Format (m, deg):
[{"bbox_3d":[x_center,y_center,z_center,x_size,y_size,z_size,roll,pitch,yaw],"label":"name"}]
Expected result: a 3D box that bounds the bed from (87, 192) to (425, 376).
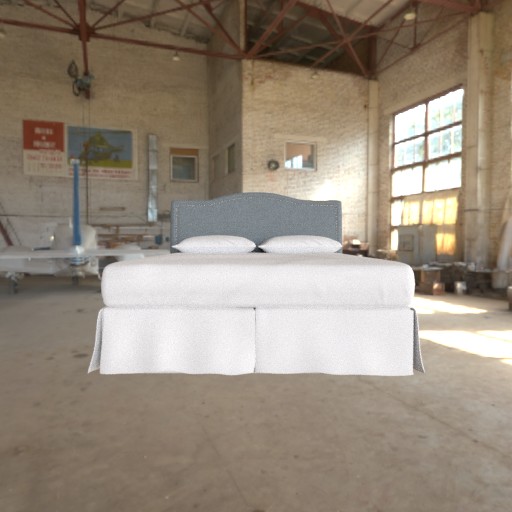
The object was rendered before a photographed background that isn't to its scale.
[{"bbox_3d":[0.000,0.000,4.097,2.161,1.457,2.689,0,2,0],"label":"bed"}]
